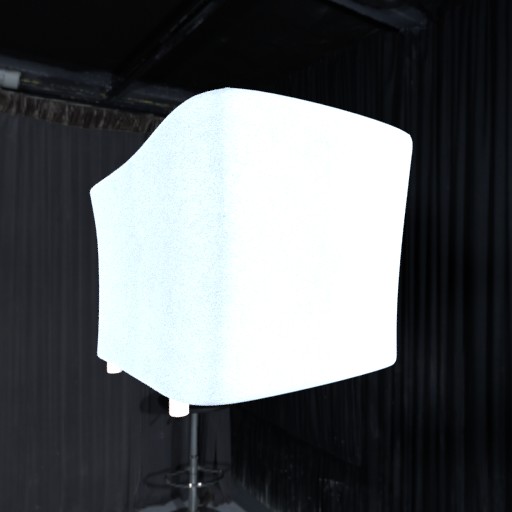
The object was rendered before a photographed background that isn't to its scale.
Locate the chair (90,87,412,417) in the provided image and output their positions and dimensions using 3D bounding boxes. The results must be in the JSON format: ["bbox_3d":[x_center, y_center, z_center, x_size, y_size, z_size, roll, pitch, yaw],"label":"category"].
[{"bbox_3d":[0.000,0.000,1.340,0.790,0.720,0.700,0,1,-36],"label":"chair"}]
